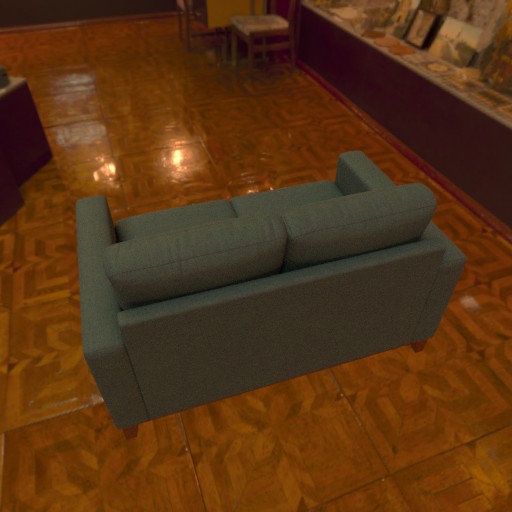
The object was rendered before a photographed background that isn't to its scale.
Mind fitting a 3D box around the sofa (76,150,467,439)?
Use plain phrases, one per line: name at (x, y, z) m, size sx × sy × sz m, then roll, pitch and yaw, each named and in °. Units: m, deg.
sofa at (0.000, 0.000, 2.051) m, size 1.489 × 0.903 × 0.955 m, roll -13°, pitch 44°, yaw -13°
